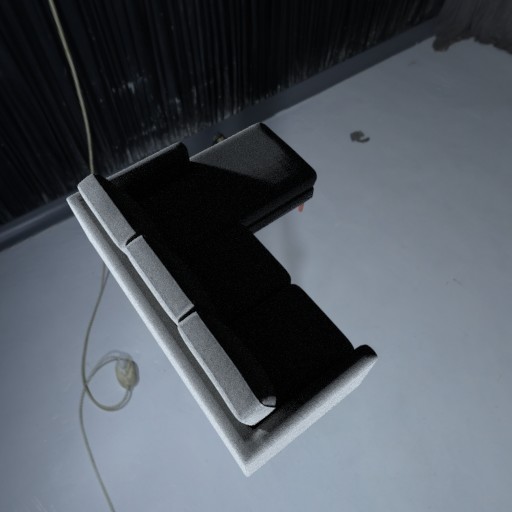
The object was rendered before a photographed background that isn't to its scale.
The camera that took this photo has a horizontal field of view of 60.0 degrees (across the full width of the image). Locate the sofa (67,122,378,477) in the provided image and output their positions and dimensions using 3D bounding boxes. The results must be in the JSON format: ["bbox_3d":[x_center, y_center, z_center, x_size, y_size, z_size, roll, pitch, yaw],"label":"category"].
[{"bbox_3d":[0.000,0.000,2.989,1.667,0.957,2.055,-33,64,-18],"label":"sofa"}]
